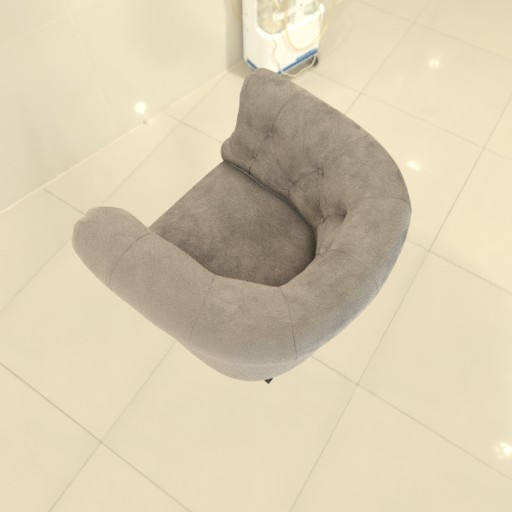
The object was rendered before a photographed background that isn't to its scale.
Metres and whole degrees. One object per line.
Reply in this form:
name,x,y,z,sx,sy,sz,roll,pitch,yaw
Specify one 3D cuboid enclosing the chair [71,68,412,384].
chair,0.000,0.000,1.601,0.851,0.826,0.904,37,69,17
